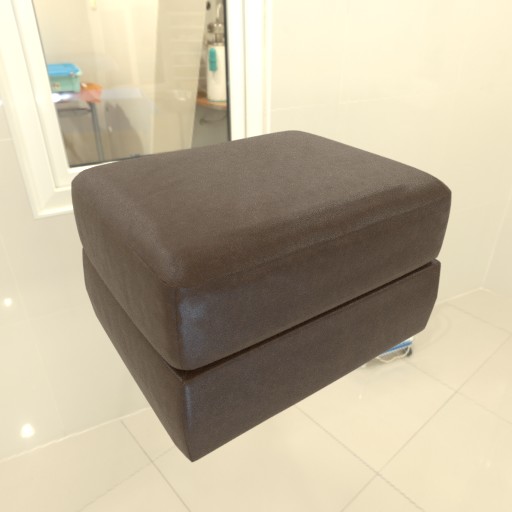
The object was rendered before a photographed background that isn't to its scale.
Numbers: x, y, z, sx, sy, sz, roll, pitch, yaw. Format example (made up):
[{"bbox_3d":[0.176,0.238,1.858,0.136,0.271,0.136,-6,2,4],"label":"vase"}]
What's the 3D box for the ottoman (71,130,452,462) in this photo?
[{"bbox_3d":[0.000,0.000,1.122,0.751,0.476,0.603,-19,35,-29],"label":"ottoman"}]
